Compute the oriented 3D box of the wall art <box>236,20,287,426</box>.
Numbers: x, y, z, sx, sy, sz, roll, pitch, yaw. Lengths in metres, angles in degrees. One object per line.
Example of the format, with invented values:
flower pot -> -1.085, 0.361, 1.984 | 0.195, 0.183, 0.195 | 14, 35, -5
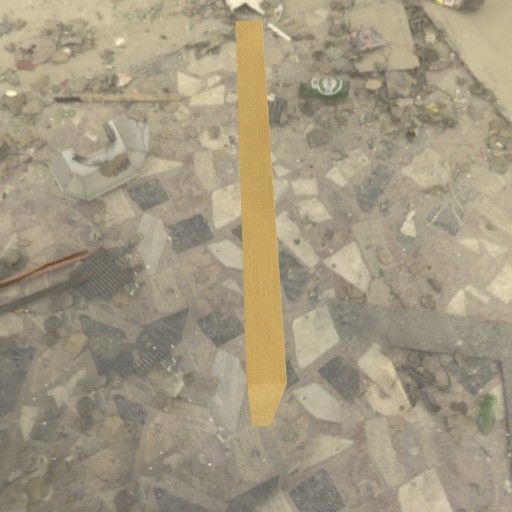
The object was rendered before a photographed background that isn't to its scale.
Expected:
wall art -> 0.000, 0.000, 0.757 | 0.038, 0.508, 0.508 | -2, 65, -1
